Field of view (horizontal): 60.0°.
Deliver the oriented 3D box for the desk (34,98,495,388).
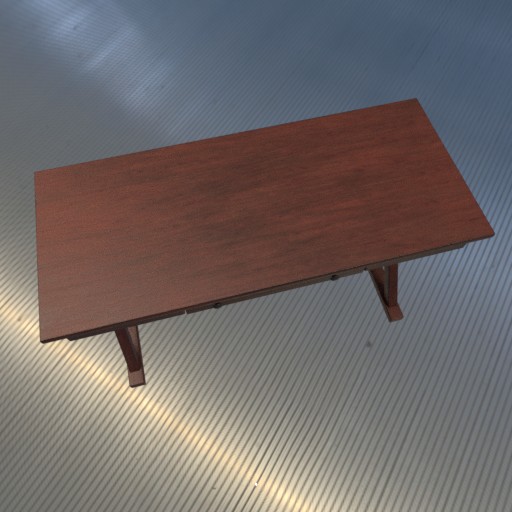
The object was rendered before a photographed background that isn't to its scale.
[{"bbox_3d":[0.000,0.000,1.758,1.372,0.761,0.600,-13,64,-7],"label":"desk"}]
